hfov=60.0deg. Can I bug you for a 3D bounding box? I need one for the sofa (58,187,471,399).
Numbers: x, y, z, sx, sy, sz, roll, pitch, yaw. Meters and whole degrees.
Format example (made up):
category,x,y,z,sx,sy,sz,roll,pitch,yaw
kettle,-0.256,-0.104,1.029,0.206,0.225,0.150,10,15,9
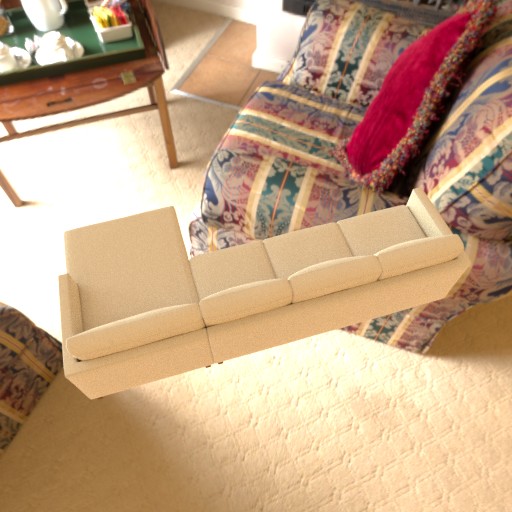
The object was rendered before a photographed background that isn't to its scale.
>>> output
category,x,y,z,sx,sy,sz,roll,pitch,yaw
sofa,0.000,0.000,4.190,3.471,0.954,1.599,-14,58,-9
